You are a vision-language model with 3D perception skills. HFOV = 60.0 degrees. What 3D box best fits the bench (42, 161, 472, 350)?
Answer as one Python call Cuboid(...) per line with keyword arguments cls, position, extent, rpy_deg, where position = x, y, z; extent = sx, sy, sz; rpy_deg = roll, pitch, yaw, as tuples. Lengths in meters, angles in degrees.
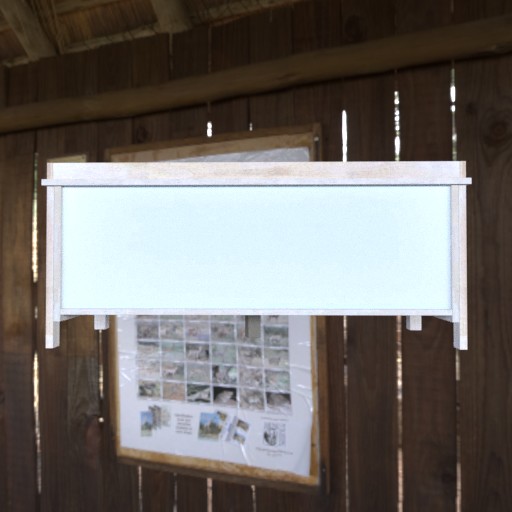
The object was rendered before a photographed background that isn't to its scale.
Cuboid(cls="bench", position=(0.000, 0.000, 1.371), extent=(1.140, 0.501, 0.398), rpy_deg=(0, -1, 1))
